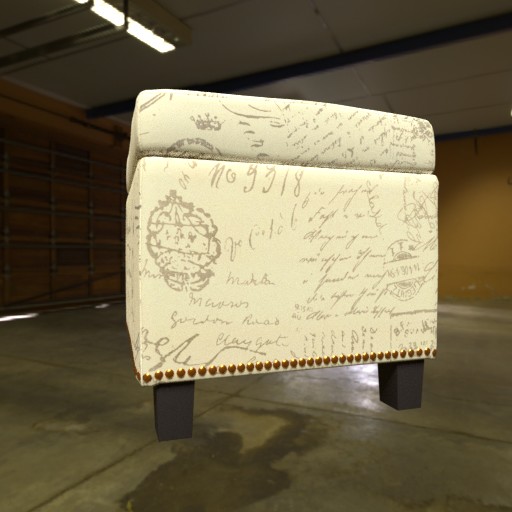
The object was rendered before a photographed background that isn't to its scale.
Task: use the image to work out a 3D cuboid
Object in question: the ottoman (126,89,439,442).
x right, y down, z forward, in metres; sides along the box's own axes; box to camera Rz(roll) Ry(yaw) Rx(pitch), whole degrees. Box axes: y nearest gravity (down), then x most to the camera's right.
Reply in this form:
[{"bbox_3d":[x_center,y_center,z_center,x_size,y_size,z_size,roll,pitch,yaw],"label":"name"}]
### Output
[{"bbox_3d":[0.000,0.000,0.809,0.449,0.457,0.450,0,0,-18],"label":"ottoman"}]
